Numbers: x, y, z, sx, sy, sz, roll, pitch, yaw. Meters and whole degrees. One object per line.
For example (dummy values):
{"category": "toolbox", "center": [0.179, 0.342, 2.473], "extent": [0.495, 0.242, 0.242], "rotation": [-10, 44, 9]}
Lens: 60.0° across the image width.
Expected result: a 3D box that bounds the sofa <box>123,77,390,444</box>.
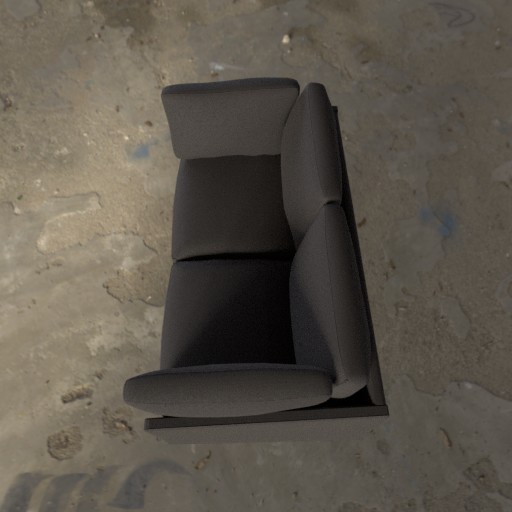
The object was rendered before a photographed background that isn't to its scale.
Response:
{"category": "sofa", "center": [0.000, 0.000, 2.282], "extent": [0.969, 0.920, 1.751], "rotation": [-1, 59, -1]}
